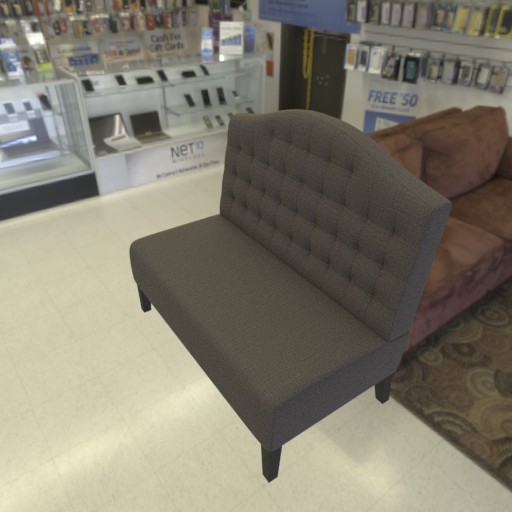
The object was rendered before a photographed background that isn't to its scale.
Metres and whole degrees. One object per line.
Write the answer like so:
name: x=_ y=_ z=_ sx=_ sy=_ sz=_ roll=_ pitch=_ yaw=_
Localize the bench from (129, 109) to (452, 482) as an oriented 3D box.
bench: x=0.000 y=0.000 z=2.069 sx=0.815 sy=1.180 sz=1.335 roll=-21 pitch=39 yaw=-28
